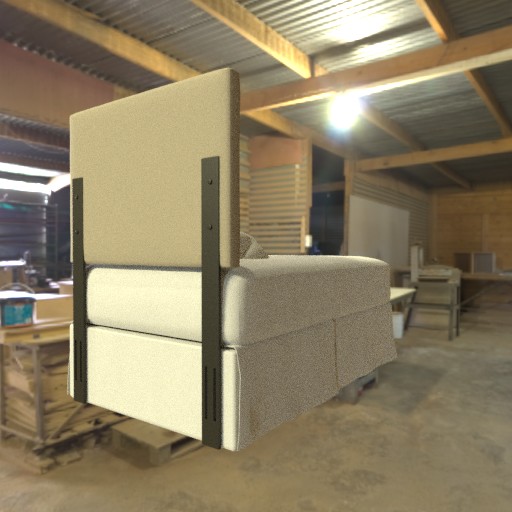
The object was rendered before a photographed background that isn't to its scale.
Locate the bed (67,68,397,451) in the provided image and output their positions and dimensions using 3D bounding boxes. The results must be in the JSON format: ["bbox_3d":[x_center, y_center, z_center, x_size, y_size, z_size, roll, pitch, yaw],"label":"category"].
[{"bbox_3d":[0.000,0.000,2.917,1.261,1.571,1.997,1,1,35],"label":"bed"}]
